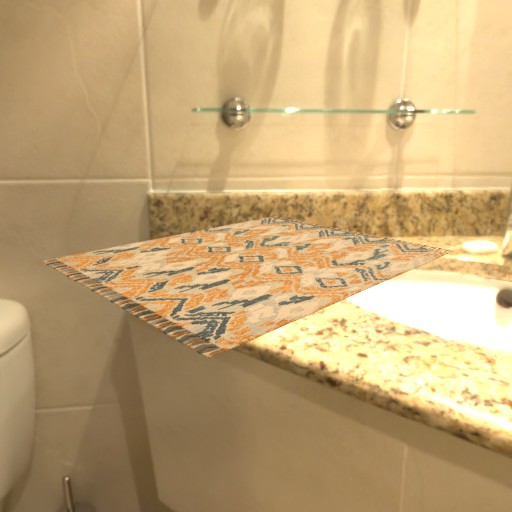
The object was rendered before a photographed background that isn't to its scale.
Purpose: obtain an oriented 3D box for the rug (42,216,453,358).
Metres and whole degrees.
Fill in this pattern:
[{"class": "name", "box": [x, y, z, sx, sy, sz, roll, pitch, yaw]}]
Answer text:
[{"class": "rug", "box": [0.000, 0.000, 4.181, 3.048, 0.010, 2.439, -15, 22, -42]}]
